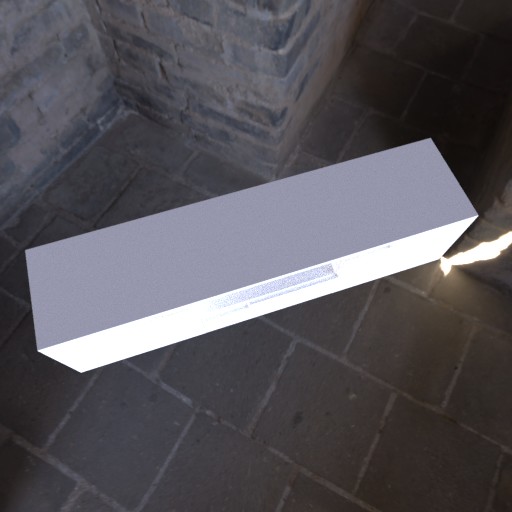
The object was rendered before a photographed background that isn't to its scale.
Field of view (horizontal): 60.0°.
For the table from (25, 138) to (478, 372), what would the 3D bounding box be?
[{"bbox_3d":[0.000,0.000,1.842,1.650,0.420,0.390,-17,66,-7],"label":"table"}]
